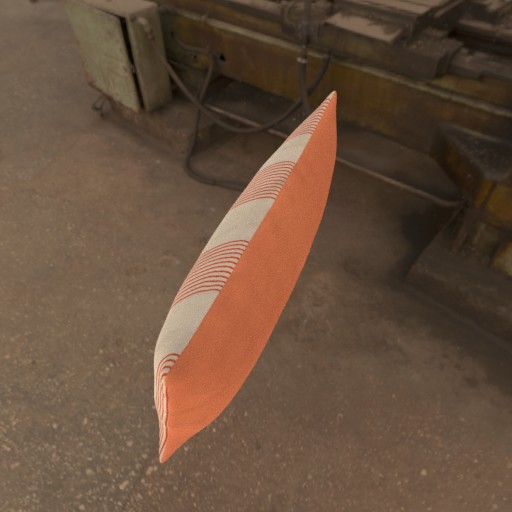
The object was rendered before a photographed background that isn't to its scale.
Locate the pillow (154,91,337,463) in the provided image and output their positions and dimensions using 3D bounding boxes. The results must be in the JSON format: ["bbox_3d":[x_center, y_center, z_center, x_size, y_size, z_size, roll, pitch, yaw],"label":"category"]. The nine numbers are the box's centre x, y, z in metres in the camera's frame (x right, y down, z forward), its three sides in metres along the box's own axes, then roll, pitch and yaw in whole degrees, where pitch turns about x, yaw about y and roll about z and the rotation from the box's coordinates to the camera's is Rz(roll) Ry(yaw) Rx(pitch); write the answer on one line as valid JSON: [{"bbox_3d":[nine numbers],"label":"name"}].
[{"bbox_3d":[0.000,0.000,0.717,0.156,0.292,0.608,17,49,15],"label":"pillow"}]
